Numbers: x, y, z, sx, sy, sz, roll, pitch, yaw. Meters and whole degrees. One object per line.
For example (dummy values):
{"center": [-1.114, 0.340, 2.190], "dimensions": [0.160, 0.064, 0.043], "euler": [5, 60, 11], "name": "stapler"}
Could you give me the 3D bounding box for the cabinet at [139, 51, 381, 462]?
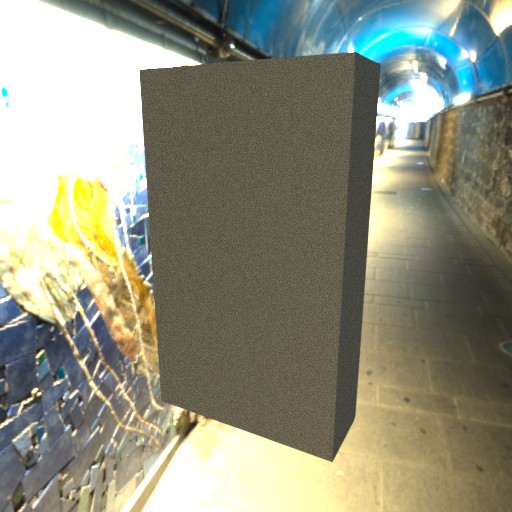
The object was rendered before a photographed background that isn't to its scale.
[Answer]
{"center": [0.000, 0.000, 2.718], "dimensions": [1.250, 2.160, 0.480], "euler": [8, 18, 27], "name": "cabinet"}
